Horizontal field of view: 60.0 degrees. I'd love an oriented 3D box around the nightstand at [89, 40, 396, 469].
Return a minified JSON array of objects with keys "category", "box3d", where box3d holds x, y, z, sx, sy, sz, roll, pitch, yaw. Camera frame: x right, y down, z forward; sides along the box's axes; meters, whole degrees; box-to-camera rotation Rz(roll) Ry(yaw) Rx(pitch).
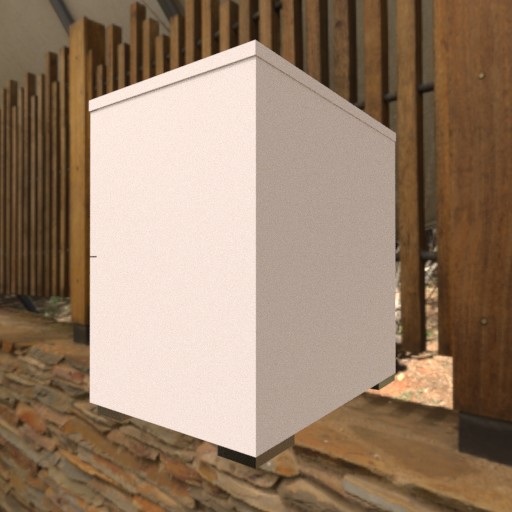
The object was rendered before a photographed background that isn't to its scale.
[{"category":"nightstand","box3d":[0.000,0.000,0.748,0.325,0.460,0.441,0,0,37]}]
